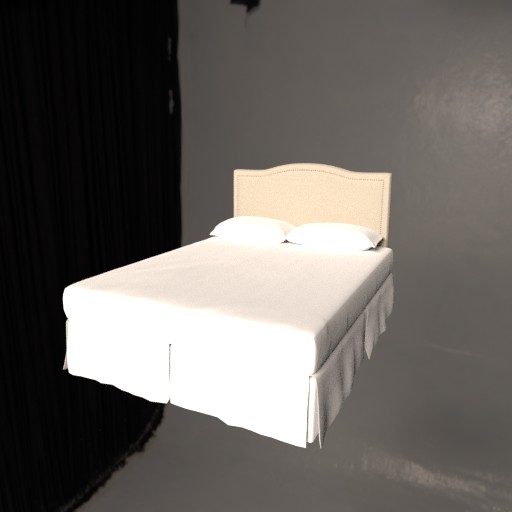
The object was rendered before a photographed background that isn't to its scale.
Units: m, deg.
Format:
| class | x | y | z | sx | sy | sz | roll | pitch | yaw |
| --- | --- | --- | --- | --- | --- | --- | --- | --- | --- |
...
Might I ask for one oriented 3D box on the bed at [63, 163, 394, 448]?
| class | x | y | z | sx | sy | sz | roll | pitch | yaw |
| --- | --- | --- | --- | --- | --- | --- | --- | --- | --- |
| bed | 0.000 | 0.000 | 3.682 | 1.977 | 1.437 | 2.477 | 7 | 15 | 26 |
